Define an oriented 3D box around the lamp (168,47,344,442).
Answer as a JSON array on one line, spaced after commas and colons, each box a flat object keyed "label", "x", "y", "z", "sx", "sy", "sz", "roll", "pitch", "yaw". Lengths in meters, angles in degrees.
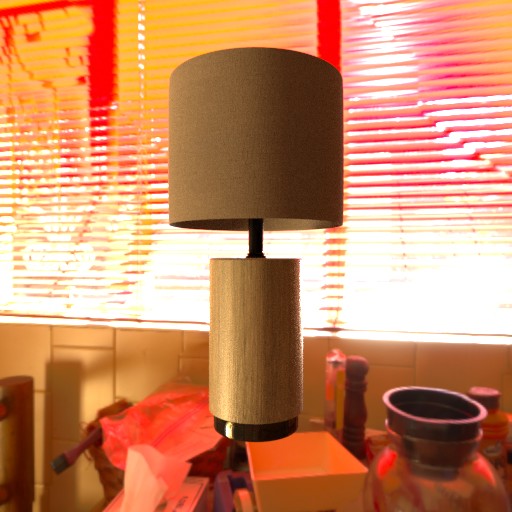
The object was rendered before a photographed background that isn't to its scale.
[{"label": "lamp", "x": 0.000, "y": 0.000, "z": 0.584, "sx": 0.228, "sy": 0.444, "sz": 0.228, "roll": 0, "pitch": 0, "yaw": -18}]
